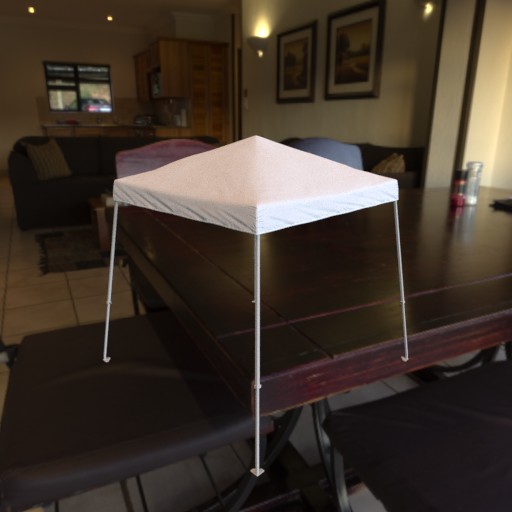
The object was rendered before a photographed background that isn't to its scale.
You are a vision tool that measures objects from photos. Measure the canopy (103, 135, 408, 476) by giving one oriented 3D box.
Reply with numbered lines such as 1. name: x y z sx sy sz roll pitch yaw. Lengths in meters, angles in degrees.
1. canopy: 0.000 0.000 5.428 2.849 2.849 2.848 16 23 42
